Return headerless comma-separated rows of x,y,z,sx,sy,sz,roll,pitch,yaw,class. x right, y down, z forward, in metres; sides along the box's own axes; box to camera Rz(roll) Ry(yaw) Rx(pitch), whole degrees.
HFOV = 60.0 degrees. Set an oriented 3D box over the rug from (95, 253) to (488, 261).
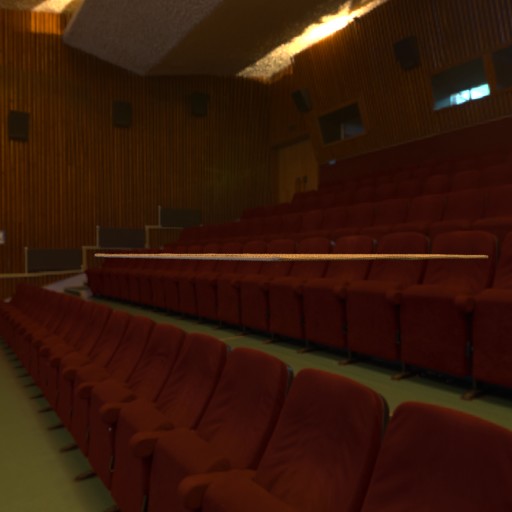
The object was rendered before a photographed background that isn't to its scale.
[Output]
0.000,0.000,3.075,1.521,0.034,2.438,0,0,-35,rug
